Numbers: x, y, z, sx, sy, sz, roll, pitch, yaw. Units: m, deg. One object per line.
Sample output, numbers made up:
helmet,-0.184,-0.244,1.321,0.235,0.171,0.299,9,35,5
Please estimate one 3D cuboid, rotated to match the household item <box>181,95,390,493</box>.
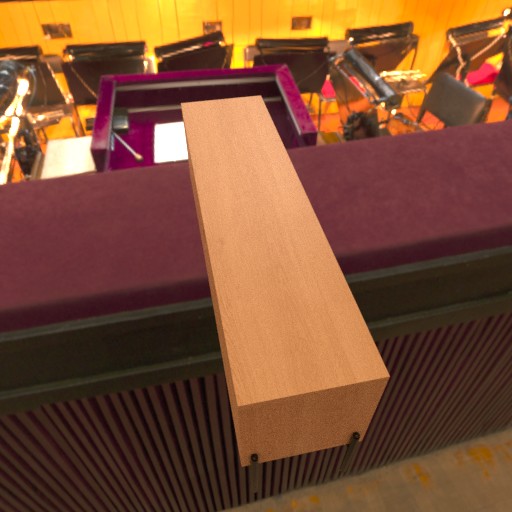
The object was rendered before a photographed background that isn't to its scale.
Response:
household item,0.000,0.000,1.791,0.400,0.600,1.550,-8,47,-8
